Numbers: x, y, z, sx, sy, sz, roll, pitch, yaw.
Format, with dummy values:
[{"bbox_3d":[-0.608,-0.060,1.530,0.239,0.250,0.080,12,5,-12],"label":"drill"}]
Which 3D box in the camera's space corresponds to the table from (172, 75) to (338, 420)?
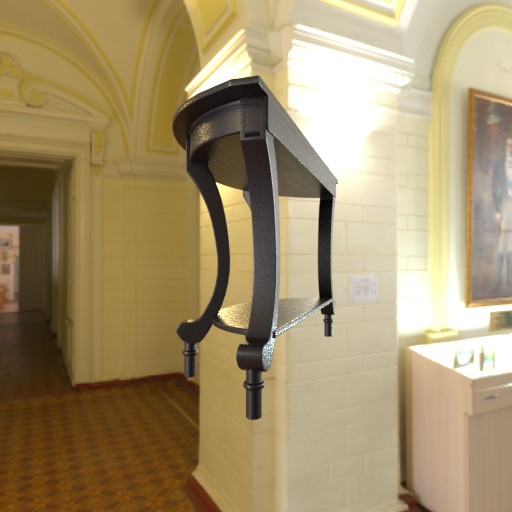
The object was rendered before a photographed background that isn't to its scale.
[{"bbox_3d":[0.000,0.000,1.487,0.394,0.692,1.198,0,-1,18],"label":"table"}]
